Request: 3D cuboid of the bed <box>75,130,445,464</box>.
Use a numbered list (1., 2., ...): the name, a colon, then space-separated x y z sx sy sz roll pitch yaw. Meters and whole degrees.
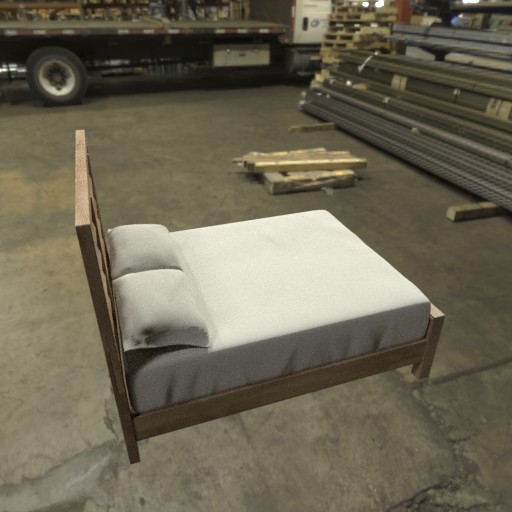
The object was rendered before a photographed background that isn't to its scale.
1. bed: 0.000 0.000 3.260 2.197 1.626 1.626 -10 32 -16
